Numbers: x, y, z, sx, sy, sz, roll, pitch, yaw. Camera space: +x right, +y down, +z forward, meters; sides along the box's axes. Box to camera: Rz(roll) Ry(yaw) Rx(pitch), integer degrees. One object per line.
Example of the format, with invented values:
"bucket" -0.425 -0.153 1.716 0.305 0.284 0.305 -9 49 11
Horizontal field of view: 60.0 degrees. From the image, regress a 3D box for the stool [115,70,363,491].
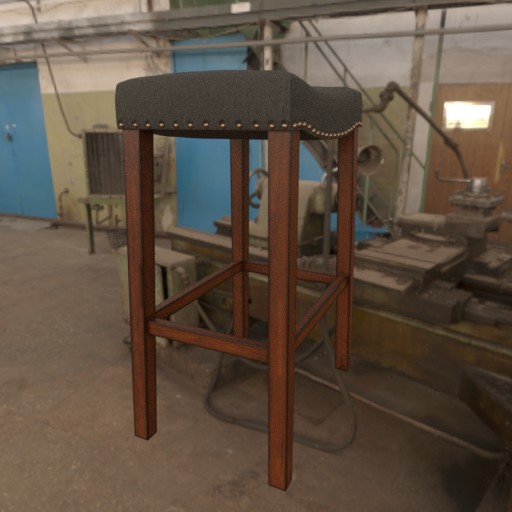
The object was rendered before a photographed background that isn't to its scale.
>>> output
"stool" 0.000 0.000 1.028 0.366 0.760 0.502 8 19 24
